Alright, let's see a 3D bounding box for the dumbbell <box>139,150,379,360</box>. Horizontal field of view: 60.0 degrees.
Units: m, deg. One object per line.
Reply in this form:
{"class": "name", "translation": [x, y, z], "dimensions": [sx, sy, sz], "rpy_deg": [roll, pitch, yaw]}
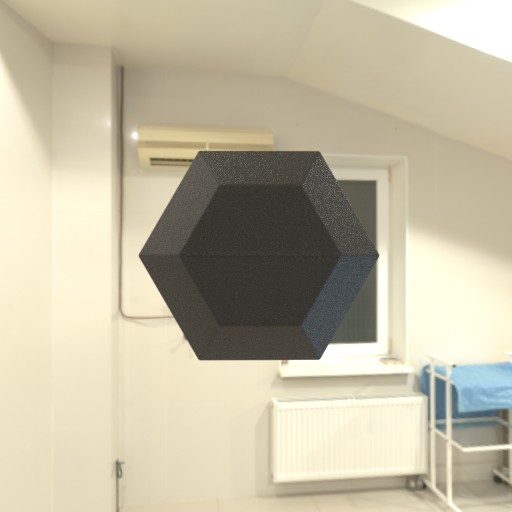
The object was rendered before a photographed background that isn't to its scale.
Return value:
{"class": "dumbbell", "translation": [0.000, 0.000, 0.404], "dimensions": [0.142, 0.123, 0.337], "rpy_deg": [0, 0, -1]}
